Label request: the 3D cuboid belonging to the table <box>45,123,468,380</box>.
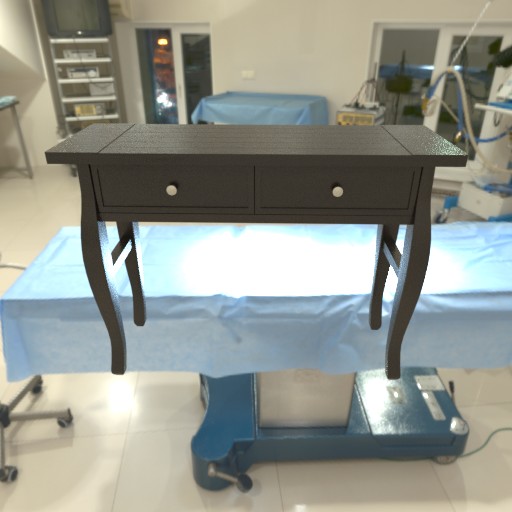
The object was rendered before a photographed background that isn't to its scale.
[{"bbox_3d":[0.000,0.000,1.445,1.062,0.768,0.373,1,28,1],"label":"table"}]
